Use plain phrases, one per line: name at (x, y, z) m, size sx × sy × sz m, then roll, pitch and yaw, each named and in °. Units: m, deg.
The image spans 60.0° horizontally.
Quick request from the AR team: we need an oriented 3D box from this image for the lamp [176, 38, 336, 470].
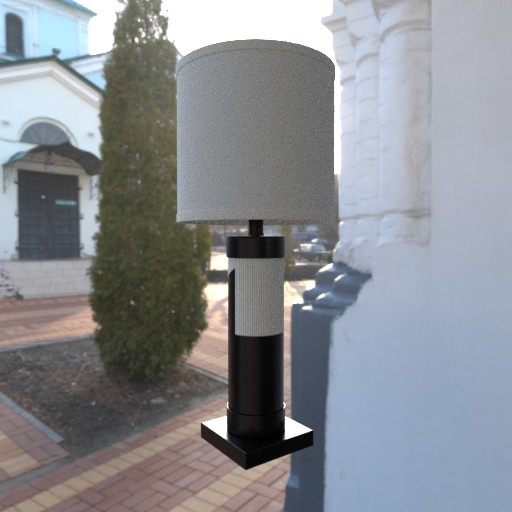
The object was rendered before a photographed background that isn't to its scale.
lamp at (0.000, 0.000, 0.599) m, size 0.211 × 0.509 × 0.211 m, roll -1°, pitch 3°, yaw -36°
